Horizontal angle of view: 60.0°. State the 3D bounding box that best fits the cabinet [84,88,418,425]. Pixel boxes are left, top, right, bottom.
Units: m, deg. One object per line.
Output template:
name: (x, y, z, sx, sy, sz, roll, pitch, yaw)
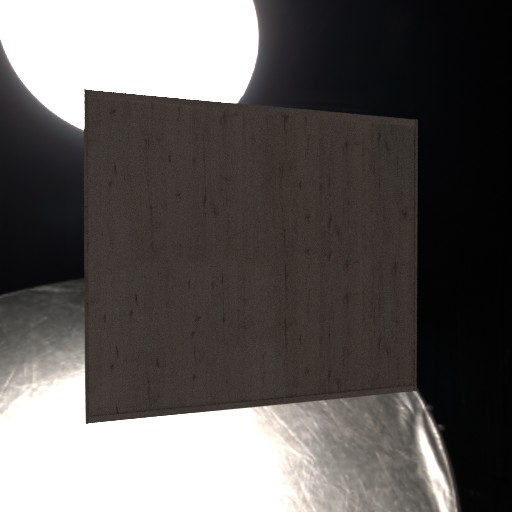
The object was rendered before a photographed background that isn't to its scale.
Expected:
cabinet: (0.000, 0.000, 3.530, 2.500, 2.180, 0.660, 0, 1, -16)
